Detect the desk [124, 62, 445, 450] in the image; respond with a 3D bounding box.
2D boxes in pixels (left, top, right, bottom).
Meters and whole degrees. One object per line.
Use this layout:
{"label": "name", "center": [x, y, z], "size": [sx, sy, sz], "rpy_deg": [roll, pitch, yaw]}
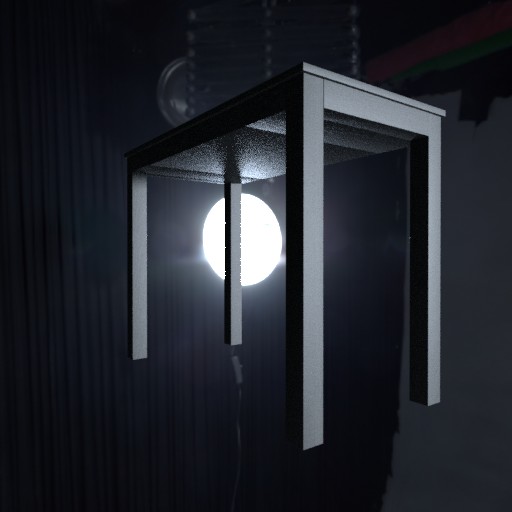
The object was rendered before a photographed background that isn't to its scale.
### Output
{"label": "desk", "center": [0.000, 0.000, 1.410], "size": [0.499, 0.762, 0.991], "rpy_deg": [0, 1, -36]}
